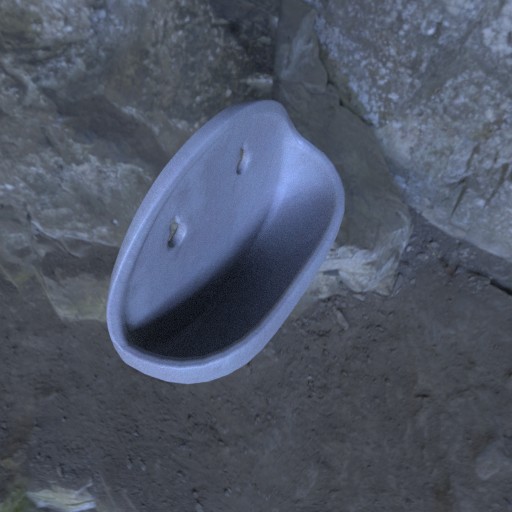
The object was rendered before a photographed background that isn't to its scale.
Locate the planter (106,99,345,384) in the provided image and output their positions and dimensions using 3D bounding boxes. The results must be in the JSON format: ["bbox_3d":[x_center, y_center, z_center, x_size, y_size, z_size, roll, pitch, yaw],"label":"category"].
[{"bbox_3d":[0.000,0.000,0.274,0.073,0.164,0.190,29,63,17],"label":"planter"}]
